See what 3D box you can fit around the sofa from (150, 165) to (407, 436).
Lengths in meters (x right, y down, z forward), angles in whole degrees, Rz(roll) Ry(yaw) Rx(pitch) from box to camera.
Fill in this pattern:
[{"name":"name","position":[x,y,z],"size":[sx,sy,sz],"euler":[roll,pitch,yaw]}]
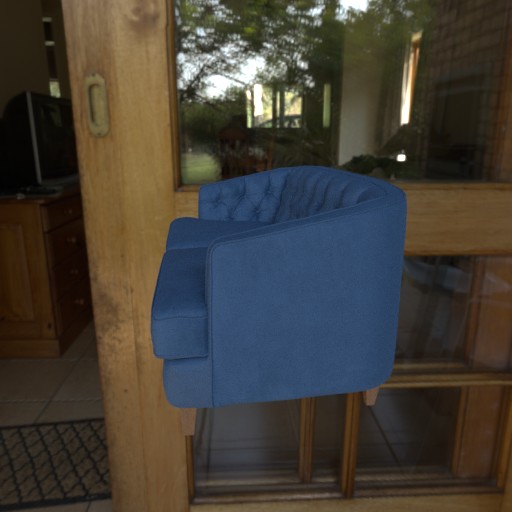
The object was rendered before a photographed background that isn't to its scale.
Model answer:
[{"name":"sofa","position":[0.000,0.000,2.273],"size":[0.941,0.854,1.733],"euler":[-2,15,-8]}]
